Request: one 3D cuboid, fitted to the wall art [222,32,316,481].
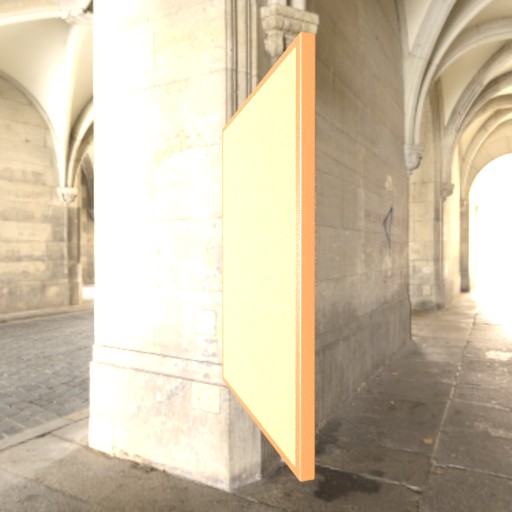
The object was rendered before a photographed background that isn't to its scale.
[{"bbox_3d":[0.000,0.000,0.759,0.021,0.550,0.449,0,1,-17],"label":"wall art"}]
